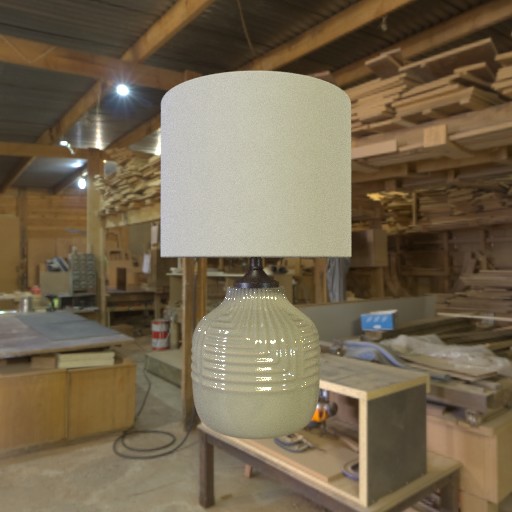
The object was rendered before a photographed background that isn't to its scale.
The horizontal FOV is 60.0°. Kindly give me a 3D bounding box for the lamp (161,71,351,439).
[{"bbox_3d":[0.000,0.000,0.755,0.318,0.567,0.318,0,0,0],"label":"lamp"}]
